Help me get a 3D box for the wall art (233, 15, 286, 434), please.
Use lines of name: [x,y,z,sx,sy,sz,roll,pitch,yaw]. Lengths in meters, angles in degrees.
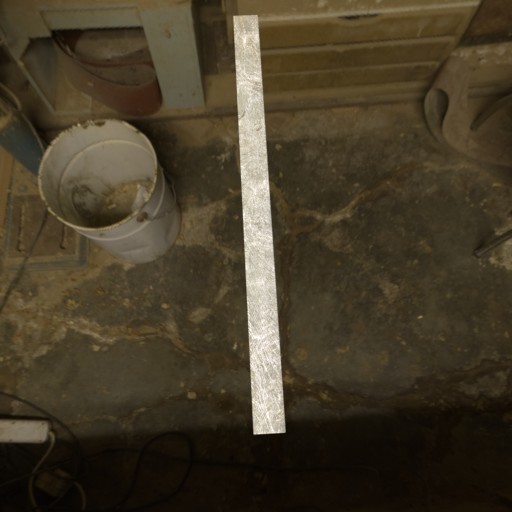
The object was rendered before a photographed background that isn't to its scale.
wall art: [0.000,0.000,0.903,0.038,0.610,0.610,-3,74,-1]
